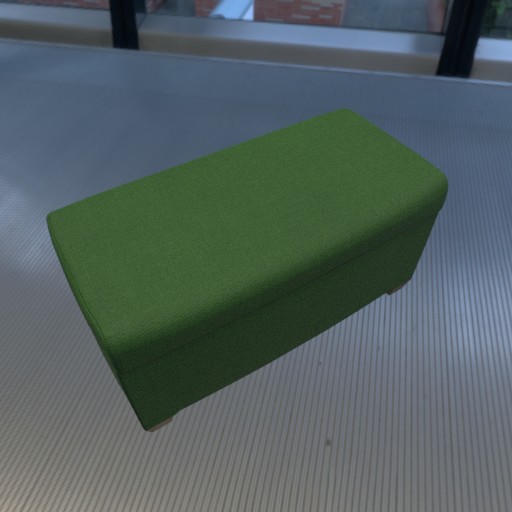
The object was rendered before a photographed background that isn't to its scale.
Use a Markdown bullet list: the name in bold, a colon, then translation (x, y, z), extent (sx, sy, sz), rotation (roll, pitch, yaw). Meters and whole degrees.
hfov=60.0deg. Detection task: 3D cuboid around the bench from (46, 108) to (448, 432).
- **bench**: translation (0.000, 0.000, 1.310), extent (0.989, 0.501, 0.505), rotation (-25, 53, -21)
